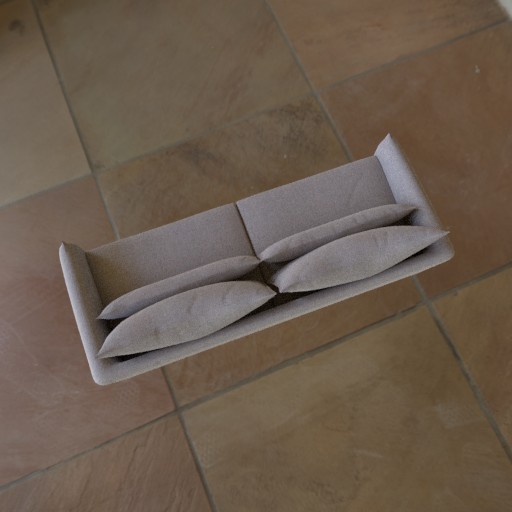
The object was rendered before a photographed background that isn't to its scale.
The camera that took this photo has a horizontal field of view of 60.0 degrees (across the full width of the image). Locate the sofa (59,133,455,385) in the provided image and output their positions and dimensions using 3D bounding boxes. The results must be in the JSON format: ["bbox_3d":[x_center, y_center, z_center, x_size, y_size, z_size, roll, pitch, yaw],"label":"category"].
[{"bbox_3d":[0.000,0.000,2.457,2.022,0.833,0.809,-19,75,-5],"label":"sofa"}]
